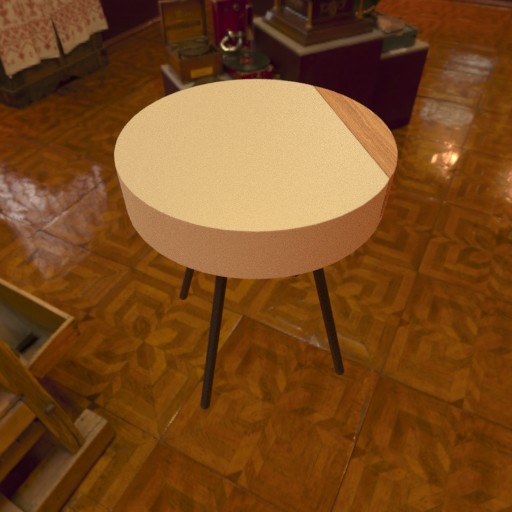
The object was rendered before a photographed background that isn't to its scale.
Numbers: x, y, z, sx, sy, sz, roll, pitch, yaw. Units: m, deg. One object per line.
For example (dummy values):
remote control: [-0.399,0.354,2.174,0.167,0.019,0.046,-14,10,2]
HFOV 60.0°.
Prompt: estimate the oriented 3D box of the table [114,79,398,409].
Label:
table: [0.000,0.000,0.881,0.450,0.525,0.450,0,45,0]
